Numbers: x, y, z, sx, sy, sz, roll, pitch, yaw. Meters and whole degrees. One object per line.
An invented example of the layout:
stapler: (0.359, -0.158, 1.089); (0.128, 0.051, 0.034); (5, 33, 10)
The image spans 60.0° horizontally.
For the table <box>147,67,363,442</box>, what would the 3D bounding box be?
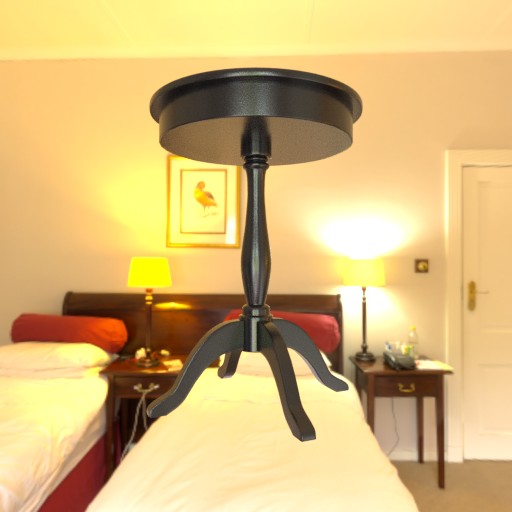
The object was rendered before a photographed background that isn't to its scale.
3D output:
table: (0.000, 0.000, 1.017); (0.481, 0.665, 0.481); (0, 0, 0)
